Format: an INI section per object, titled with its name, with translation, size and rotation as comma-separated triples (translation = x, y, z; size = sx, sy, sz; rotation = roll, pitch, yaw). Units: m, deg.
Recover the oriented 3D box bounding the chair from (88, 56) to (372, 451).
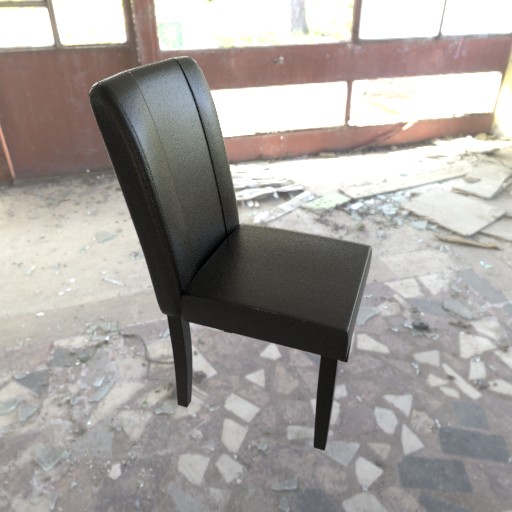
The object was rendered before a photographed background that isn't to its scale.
[chair]
translation = 0.000, 0.000, 1.151
size = 0.556, 0.897, 0.399
rotation = 11, 34, 17
